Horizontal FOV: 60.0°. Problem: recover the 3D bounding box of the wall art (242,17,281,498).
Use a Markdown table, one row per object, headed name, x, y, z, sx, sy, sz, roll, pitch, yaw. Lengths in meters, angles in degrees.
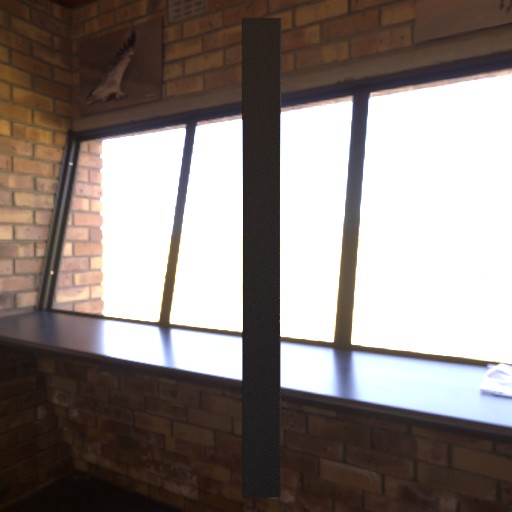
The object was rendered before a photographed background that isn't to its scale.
| name | x | y | z | sx | sy | sz | roll | pitch | yaw |
| --- | --- | --- | --- | --- | --- | --- | --- | --- | --- |
| wall art | 0.000 | 0.000 | 0.488 | 0.030 | 0.369 | 0.294 | 0 | 2 | -2 |
